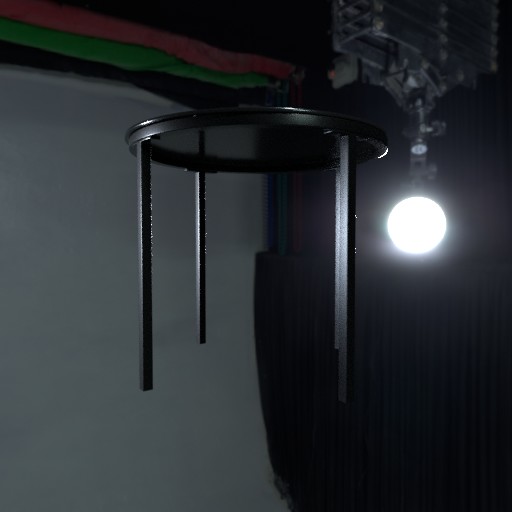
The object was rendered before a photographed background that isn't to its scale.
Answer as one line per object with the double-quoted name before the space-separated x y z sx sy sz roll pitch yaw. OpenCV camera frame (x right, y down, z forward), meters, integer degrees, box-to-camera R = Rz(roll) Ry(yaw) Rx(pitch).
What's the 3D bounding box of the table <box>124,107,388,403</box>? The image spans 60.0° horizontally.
"table" 0.000 0.000 0.885 0.499 0.443 0.499 0 2 0
